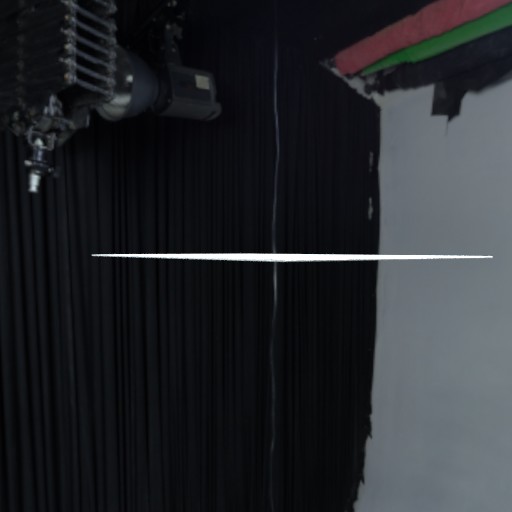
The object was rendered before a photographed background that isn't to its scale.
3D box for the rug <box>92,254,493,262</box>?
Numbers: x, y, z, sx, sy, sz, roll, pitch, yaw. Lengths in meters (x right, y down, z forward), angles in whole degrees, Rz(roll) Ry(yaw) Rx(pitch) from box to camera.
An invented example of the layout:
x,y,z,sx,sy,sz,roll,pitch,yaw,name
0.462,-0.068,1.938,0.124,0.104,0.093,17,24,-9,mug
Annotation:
x,y,z,sx,sy,sz,roll,pitch,yaw,name
0.000,0.000,3.036,1.512,0.009,2.457,0,1,-36,rug
